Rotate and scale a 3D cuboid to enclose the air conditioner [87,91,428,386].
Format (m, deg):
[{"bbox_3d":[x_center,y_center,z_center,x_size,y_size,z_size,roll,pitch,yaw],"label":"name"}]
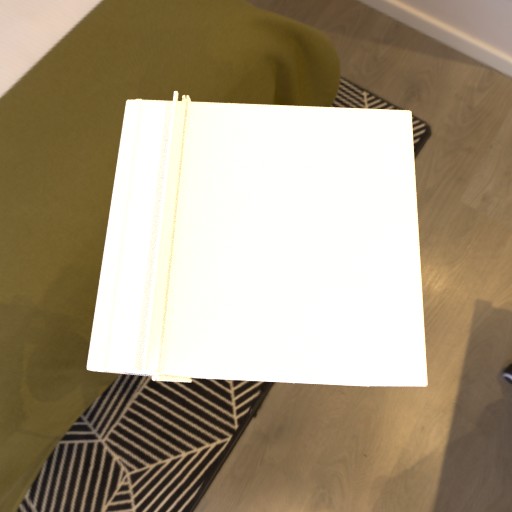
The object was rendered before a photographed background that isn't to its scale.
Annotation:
[{"bbox_3d":[0.000,0.000,0.898,0.546,0.388,0.503,3,74,1],"label":"air conditioner"}]
